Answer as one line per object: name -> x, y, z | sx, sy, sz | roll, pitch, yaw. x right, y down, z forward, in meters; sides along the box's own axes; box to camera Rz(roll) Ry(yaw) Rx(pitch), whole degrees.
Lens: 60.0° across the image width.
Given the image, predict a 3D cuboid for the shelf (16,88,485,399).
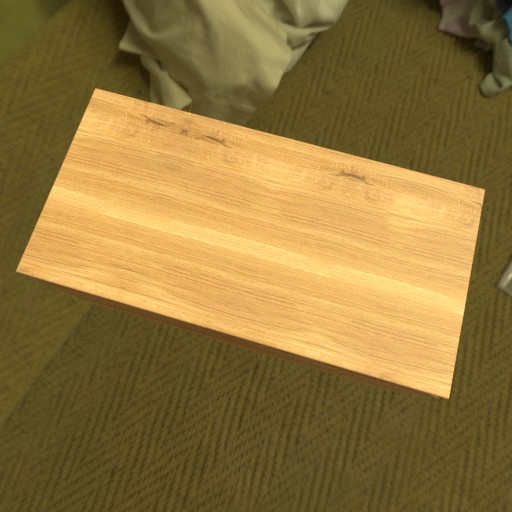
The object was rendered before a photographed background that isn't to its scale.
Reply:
shelf -> 0.000, 0.000, 1.023 | 0.800, 0.400, 0.400 | 16, 76, 4
